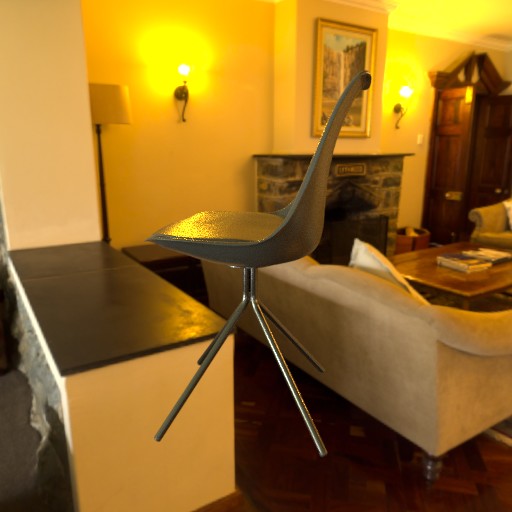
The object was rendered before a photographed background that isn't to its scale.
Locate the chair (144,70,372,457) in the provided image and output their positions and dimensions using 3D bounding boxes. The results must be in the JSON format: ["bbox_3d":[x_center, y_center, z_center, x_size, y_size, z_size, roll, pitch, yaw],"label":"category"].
[{"bbox_3d":[0.000,0.000,1.145,0.525,0.850,0.461,2,14,8],"label":"chair"}]
